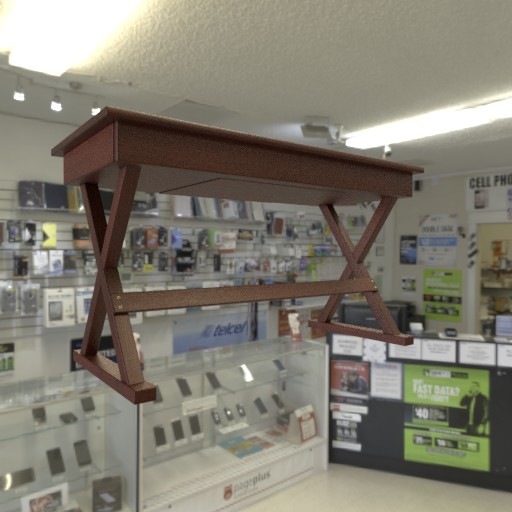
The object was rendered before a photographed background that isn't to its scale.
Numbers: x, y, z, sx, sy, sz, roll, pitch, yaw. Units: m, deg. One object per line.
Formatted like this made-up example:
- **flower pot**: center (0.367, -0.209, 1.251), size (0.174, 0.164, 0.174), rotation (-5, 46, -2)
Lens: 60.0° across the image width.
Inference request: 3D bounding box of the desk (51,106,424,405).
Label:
- **desk**: center (0.000, 0.000, 1.751), size (1.372, 0.761, 0.600), rotation (-1, 1, -37)
